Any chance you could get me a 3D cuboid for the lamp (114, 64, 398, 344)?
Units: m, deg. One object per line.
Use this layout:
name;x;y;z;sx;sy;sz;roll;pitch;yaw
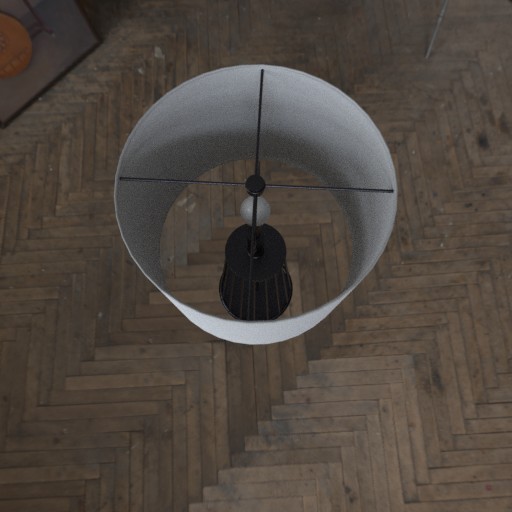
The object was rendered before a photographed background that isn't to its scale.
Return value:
lamp;0.000;0.000;0.788;0.322;0.593;0.322;3;74;1
